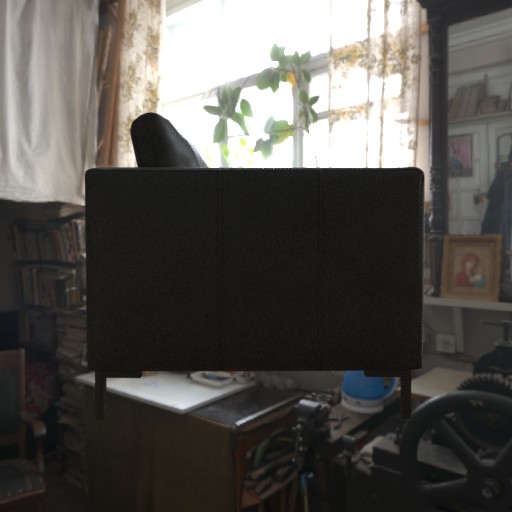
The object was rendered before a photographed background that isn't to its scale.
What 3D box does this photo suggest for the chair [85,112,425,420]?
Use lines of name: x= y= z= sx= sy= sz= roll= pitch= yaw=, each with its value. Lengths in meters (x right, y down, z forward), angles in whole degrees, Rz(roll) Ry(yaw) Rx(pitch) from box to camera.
chair: x=0.000 y=0.000 z=1.480 sx=0.861 sy=0.824 sz=0.967 roll=0 pitch=2 yaw=0
